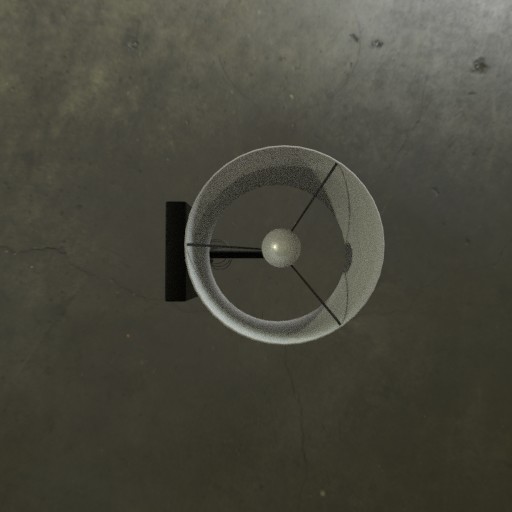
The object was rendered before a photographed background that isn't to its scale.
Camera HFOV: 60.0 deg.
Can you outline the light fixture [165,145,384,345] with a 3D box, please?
[{"bbox_3d":[0.000,0.000,0.711,0.248,0.589,0.188,0,88,1],"label":"light fixture"}]
